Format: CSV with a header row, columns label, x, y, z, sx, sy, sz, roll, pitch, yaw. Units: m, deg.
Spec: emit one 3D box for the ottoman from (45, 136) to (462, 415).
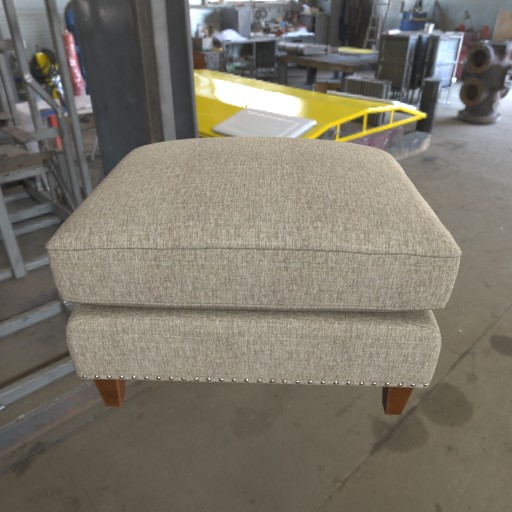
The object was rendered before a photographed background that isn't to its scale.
label,x,y,z,sx,sy,sz,roll,pitch,yaw
ottoman,0.000,0.000,1.094,0.741,0.513,0.584,1,31,2
